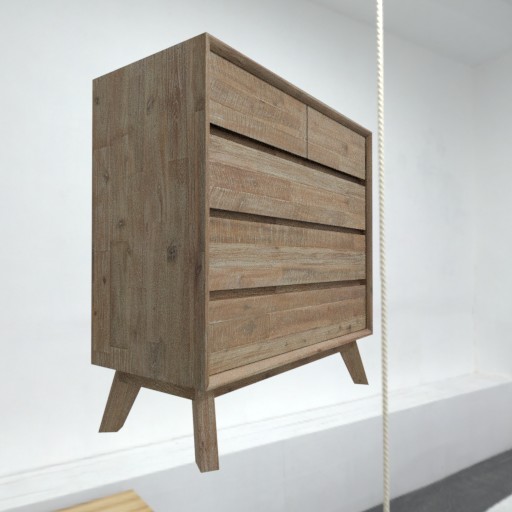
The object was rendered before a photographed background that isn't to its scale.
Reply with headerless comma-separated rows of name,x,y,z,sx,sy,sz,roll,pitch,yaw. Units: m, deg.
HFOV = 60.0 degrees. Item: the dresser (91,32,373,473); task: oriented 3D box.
dresser,0.000,0.000,1.558,0.455,1.029,0.998,-1,-1,37
